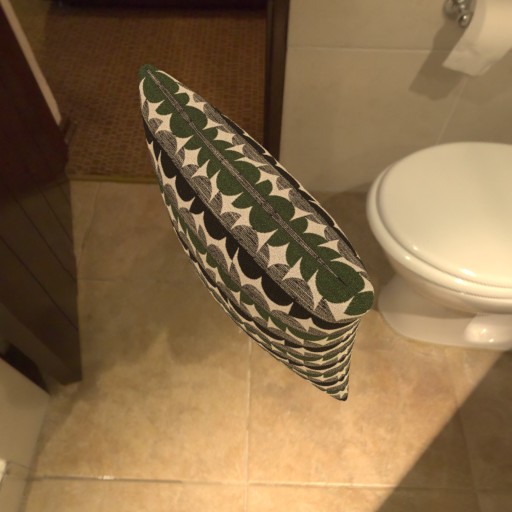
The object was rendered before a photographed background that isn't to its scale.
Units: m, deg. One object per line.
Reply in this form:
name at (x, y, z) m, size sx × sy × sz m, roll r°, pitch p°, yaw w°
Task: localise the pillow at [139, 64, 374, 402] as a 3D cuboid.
pillow at (0.000, 0.000, 0.637) m, size 0.180 × 0.404 × 0.419 m, roll -31°, pitch 62°, yaw -18°
